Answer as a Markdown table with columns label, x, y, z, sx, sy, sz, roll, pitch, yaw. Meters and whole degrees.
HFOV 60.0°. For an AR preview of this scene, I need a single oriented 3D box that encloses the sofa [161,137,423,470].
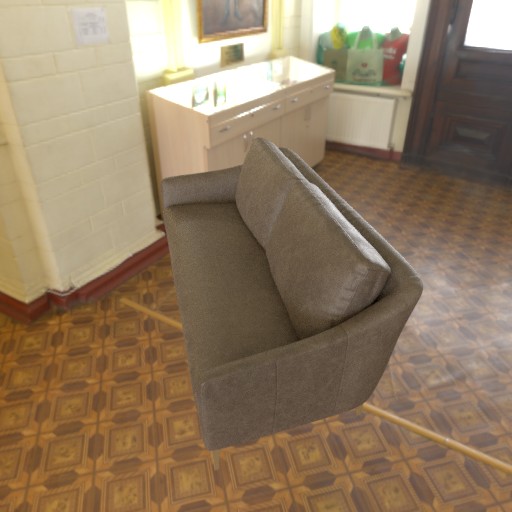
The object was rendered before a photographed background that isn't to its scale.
| label | x | y | z | sx | sy | sz | roll | pitch | yaw |
| --- | --- | --- | --- | --- | --- | --- | --- | --- | --- |
| sofa | 0.000 | 0.000 | 2.568 | 0.960 | 0.902 | 2.036 | -7 | 32 | -12 |
